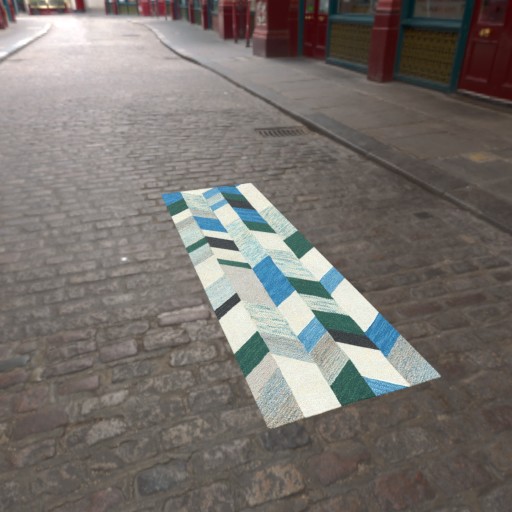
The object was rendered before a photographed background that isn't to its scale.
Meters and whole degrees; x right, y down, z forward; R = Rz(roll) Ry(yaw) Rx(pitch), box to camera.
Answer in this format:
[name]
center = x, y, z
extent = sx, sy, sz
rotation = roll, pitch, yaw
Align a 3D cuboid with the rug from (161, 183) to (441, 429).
[rug]
center = 0.000, 0.000, 2.709
extent = 0.774, 0.008, 2.437
rotation = -10, 31, -17
